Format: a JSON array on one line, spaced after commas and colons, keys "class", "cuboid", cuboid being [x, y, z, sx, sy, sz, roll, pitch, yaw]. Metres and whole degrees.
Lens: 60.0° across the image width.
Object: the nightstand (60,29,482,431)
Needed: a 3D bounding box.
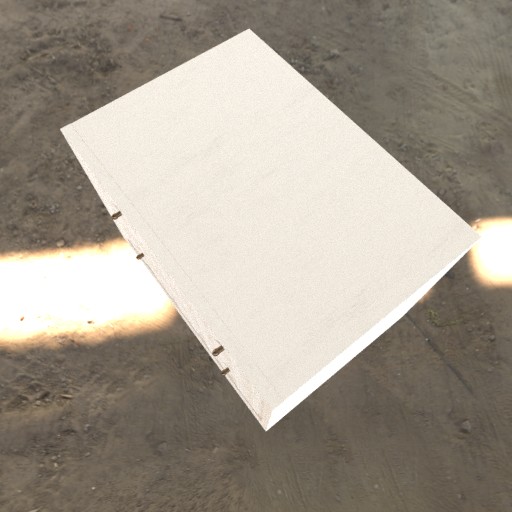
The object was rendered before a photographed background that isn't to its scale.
[{"class": "nightstand", "cuboid": [0.000, 0.000, 1.029, 0.447, 0.604, 0.614, -35, 70, -15]}]
